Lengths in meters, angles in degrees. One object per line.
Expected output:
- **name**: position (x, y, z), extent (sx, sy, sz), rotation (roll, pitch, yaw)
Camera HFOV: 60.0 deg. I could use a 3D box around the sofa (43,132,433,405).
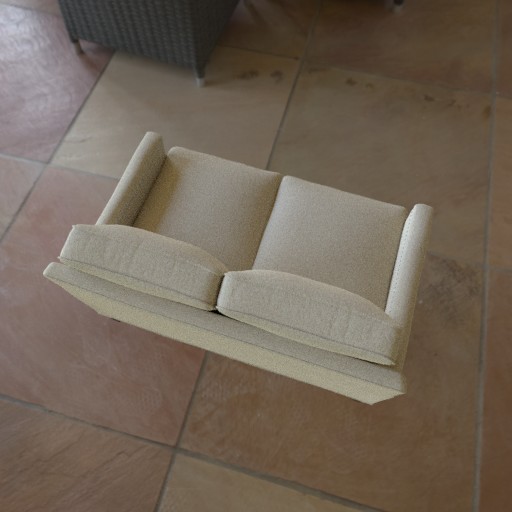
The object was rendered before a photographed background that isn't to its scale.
- **sofa**: position (0.000, 0.000, 2.248), extent (1.597, 1.003, 1.084), rotation (17, 64, 8)
